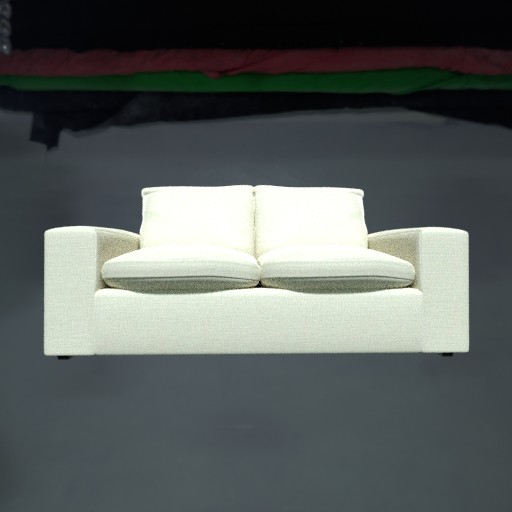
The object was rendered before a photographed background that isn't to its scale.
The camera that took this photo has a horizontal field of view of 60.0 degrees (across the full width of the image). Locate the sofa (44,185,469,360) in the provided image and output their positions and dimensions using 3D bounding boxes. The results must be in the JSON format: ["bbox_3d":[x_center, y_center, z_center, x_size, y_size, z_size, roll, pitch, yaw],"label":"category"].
[{"bbox_3d":[0.000,0.000,2.295,1.754,0.875,1.091,0,-1,-2],"label":"sofa"}]
